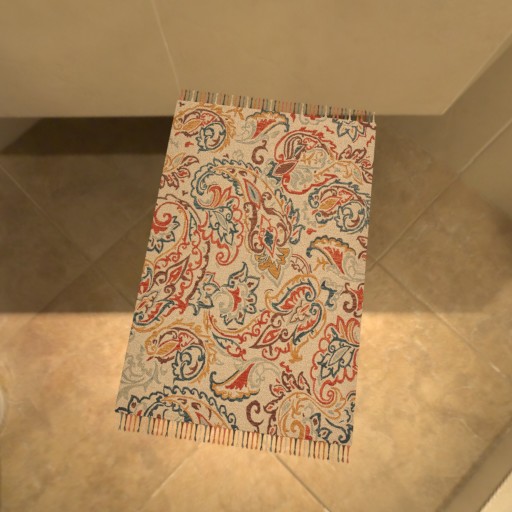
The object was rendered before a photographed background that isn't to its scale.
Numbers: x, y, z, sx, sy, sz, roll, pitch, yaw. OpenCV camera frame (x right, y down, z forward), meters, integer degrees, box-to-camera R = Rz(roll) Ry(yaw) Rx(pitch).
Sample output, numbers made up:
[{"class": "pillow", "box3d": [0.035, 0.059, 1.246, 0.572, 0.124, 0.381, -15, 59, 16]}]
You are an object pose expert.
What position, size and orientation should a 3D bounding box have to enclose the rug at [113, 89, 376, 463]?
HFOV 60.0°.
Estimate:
[{"class": "rug", "box3d": [0.000, 0.000, 2.472, 1.218, 0.010, 1.997, 7, 76, 2]}]
